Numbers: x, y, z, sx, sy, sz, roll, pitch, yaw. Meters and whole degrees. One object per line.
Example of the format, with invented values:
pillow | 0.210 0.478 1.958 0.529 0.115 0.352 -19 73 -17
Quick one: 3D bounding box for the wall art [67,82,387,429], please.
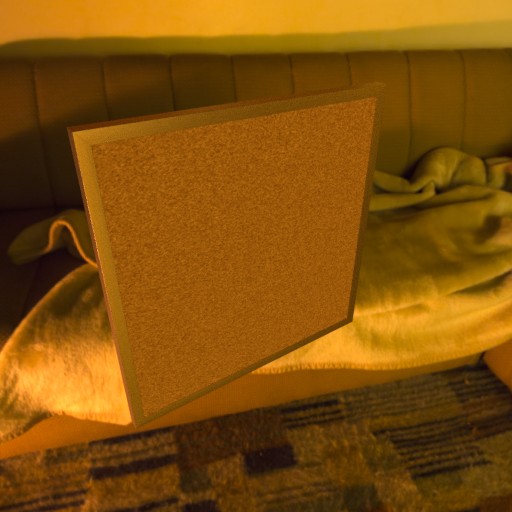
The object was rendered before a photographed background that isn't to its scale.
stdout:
wall art | 0.000 0.000 1.137 0.767 0.765 0.036 -19 36 -29
